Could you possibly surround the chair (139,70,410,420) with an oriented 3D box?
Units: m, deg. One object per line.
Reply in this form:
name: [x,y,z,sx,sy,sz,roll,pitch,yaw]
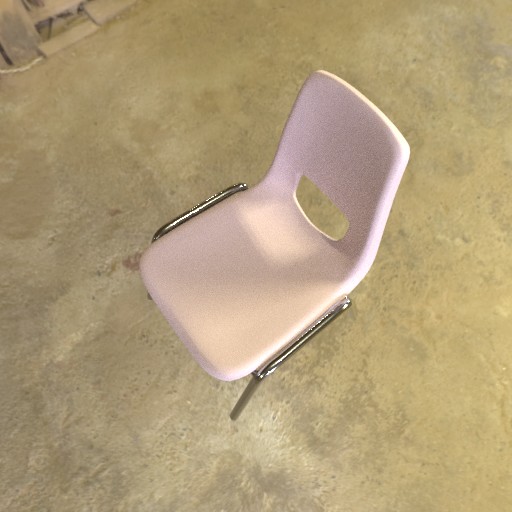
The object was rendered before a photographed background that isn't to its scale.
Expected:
chair: [0.000,0.000,0.802,0.385,0.537,0.354,-34,68,-15]
